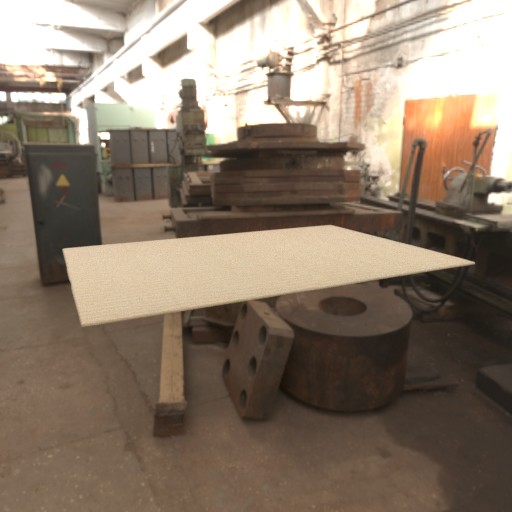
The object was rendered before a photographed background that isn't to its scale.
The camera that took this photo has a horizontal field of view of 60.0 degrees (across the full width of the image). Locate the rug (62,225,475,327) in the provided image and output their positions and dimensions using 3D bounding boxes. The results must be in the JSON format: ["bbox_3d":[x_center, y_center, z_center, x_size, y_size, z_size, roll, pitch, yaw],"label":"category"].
[{"bbox_3d":[0.000,0.000,2.356,1.848,0.014,1.238,-7,15,-25],"label":"rug"}]
